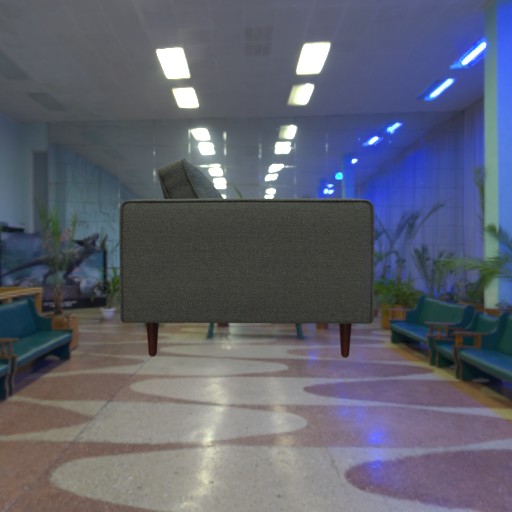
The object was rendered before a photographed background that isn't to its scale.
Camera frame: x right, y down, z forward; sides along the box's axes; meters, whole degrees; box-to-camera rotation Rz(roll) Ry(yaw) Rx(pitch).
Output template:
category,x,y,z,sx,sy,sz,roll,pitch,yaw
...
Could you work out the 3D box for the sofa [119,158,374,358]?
category,x,y,z,sx,sy,sz,roll,pitch,yaw
sofa,0.000,0.000,2.623,0.914,0.762,2.198,0,0,1
